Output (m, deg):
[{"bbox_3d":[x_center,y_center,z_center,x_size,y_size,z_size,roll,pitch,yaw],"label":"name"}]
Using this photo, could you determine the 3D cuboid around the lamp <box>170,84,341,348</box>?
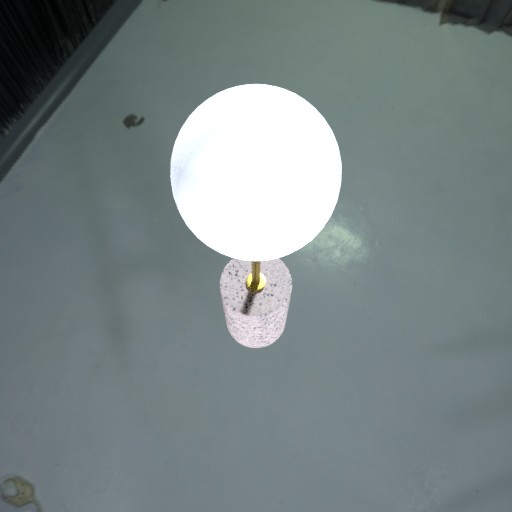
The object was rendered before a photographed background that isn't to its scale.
[{"bbox_3d":[0.000,0.000,0.548,0.153,0.480,0.153,0,63,0],"label":"lamp"}]
